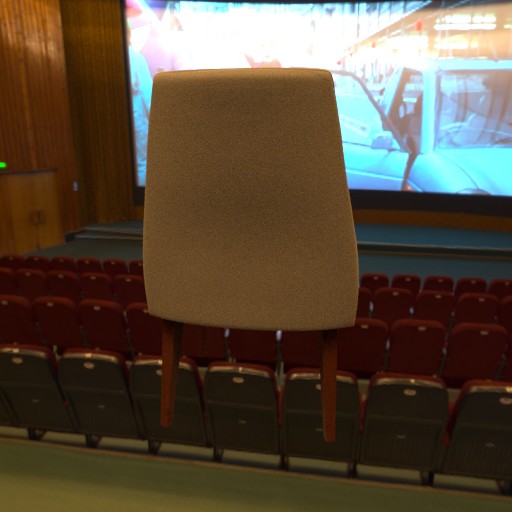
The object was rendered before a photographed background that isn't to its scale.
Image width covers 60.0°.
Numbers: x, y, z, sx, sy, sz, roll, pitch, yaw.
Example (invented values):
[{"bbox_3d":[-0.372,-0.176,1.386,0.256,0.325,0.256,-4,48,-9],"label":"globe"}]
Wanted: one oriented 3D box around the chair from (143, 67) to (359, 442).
[{"bbox_3d":[0.000,0.000,1.178,0.529,0.861,0.544,2,15,8],"label":"chair"}]
